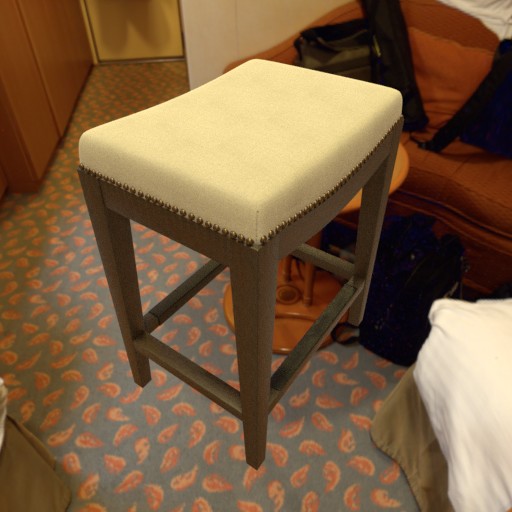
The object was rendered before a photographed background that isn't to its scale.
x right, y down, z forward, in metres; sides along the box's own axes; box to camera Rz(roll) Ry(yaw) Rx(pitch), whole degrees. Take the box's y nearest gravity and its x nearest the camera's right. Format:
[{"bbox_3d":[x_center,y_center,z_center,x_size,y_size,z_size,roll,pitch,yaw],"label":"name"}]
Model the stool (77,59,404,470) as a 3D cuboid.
[{"bbox_3d":[0.000,0.000,0.936,0.361,0.642,0.500,25,46,26],"label":"stool"}]
